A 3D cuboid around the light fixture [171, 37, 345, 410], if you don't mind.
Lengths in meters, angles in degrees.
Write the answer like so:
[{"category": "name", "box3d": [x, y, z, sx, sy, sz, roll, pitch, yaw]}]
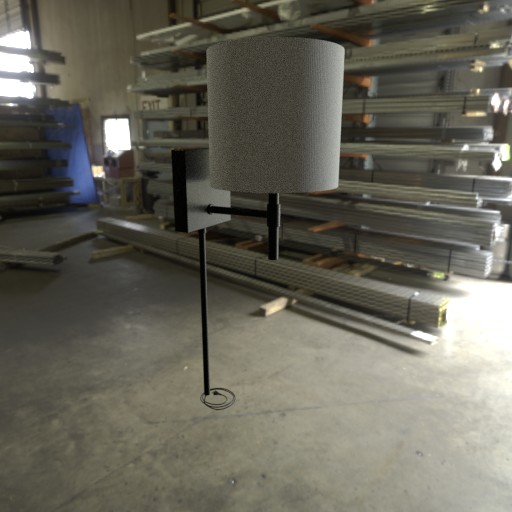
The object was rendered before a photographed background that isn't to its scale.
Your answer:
[{"category": "light fixture", "box3d": [0.000, 0.000, 0.700, 0.248, 0.589, 0.188, 8, 17, 28]}]
